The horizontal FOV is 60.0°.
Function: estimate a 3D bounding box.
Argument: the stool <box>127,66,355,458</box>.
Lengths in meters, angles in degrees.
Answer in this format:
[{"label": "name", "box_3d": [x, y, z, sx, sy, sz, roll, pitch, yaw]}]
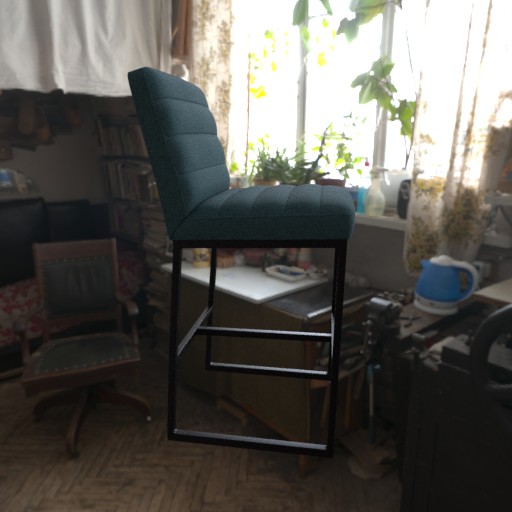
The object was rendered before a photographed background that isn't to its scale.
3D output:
[{"label": "stool", "box_3d": [0.000, 0.000, 1.358, 0.560, 1.040, 0.460, 2, 15, 9]}]
